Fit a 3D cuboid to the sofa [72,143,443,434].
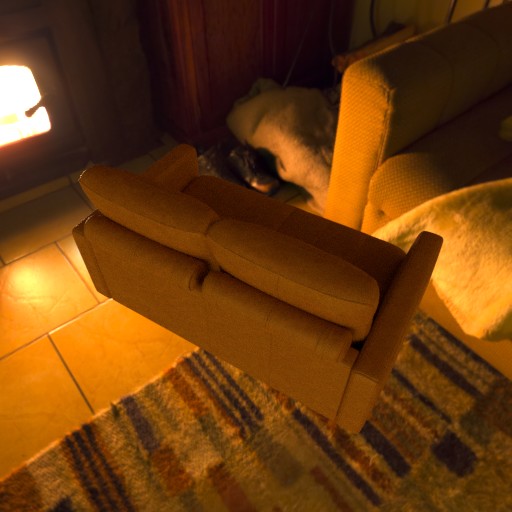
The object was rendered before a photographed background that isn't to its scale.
[{"bbox_3d":[0.000,0.000,1.999,1.430,0.898,0.868,24,52,20],"label":"sofa"}]
